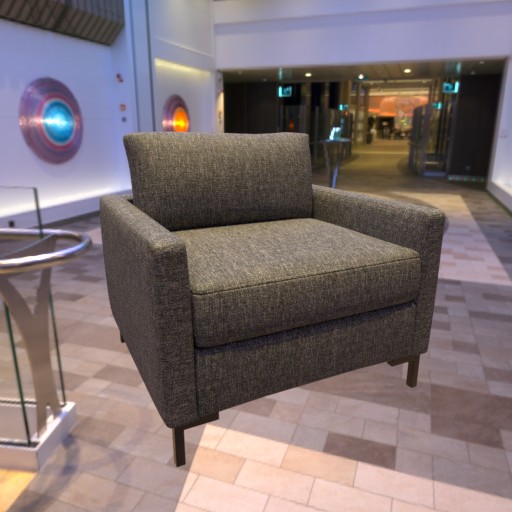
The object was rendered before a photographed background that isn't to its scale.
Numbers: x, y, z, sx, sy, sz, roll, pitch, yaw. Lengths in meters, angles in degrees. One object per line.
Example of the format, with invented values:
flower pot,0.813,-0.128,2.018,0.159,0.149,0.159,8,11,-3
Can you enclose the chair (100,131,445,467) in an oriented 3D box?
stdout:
chair,0.000,0.000,1.601,0.963,0.861,0.866,-8,18,-25
